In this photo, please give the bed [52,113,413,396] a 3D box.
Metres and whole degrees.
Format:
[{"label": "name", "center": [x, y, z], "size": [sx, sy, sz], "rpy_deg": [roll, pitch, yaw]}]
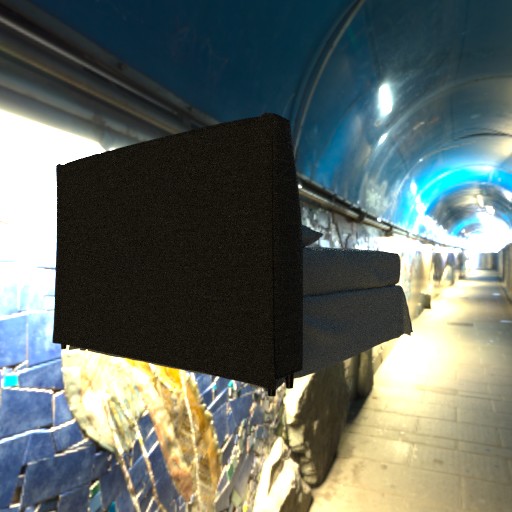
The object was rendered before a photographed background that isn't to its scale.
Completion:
[{"label": "bed", "center": [0.000, 0.000, 3.478], "size": [1.925, 1.332, 2.276], "rpy_deg": [0, -1, 37]}]
